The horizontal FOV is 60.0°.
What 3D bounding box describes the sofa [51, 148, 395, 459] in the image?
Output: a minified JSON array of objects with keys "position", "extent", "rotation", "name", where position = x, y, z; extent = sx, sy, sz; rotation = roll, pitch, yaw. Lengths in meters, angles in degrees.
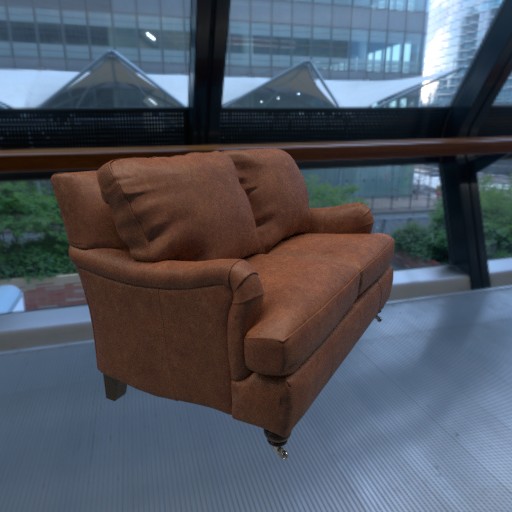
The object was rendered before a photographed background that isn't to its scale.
[{"position":[0.000,0.000,2.174],"extent":[1.077,1.004,1.527],"rotation":[8,17,28],"name":"sofa"}]
